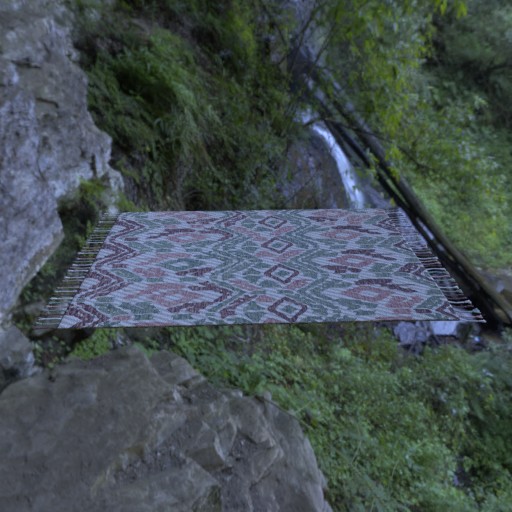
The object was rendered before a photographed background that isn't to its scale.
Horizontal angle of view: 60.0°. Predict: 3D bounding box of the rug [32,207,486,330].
[{"bbox_3d":[0.000,0.000,2.997,2.438,0.011,1.524,-1,30,-2],"label":"rug"}]
